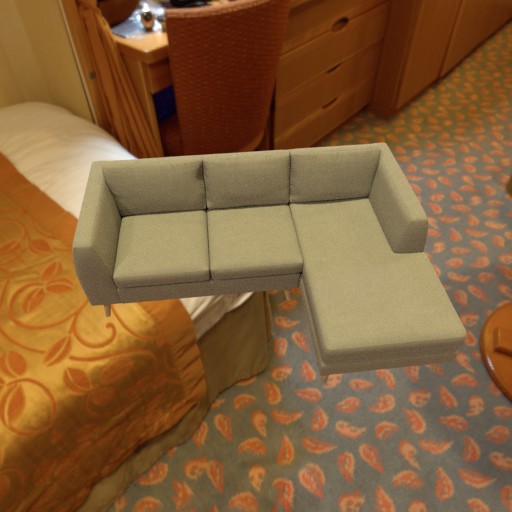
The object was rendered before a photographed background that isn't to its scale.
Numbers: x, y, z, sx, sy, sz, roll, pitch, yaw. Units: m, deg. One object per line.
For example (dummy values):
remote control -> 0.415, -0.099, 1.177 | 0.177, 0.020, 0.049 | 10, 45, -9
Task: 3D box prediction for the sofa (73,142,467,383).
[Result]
sofa -> 0.000, 0.000, 2.993 | 2.300, 0.860, 1.580 | -5, 47, -4
